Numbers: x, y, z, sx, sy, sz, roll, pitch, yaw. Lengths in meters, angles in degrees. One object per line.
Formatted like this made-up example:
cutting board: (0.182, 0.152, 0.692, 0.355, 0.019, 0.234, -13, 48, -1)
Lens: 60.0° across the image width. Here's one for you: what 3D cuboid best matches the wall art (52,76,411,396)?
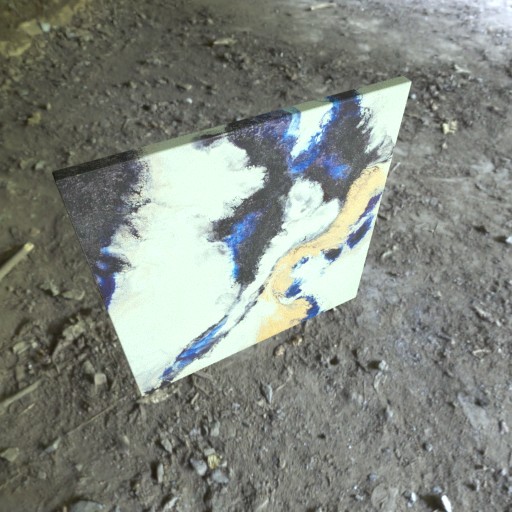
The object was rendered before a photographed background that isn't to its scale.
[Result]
wall art: (0.000, 0.000, 1.317, 0.887, 0.885, 0.038, -21, 50, -19)
